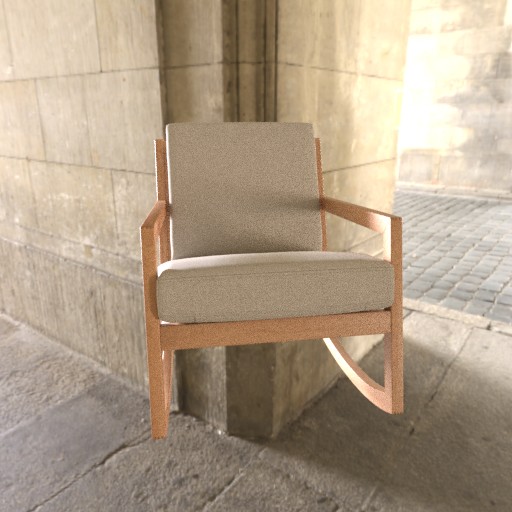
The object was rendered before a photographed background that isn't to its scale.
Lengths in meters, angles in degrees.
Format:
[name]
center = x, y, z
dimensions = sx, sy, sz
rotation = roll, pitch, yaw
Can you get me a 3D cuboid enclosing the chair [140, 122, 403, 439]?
[chair]
center = 0.000, 0.000, 1.388
dimensions = 0.622, 0.790, 0.857
rotation = -3, 18, -8
